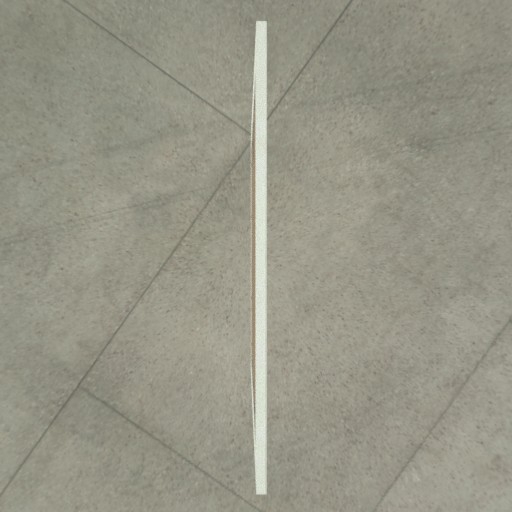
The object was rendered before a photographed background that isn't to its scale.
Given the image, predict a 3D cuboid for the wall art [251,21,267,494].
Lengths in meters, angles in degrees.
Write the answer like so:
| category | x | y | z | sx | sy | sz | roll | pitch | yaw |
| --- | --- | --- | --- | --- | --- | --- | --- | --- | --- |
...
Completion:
| category | x | y | z | sx | sy | sz | roll | pitch | yaw |
| --- | --- | --- | --- | --- | --- | --- | --- | --- | --- |
| wall art | 0.000 | 0.000 | 0.841 | 0.013 | 0.584 | 0.584 | 0 | 91 | -1 |
